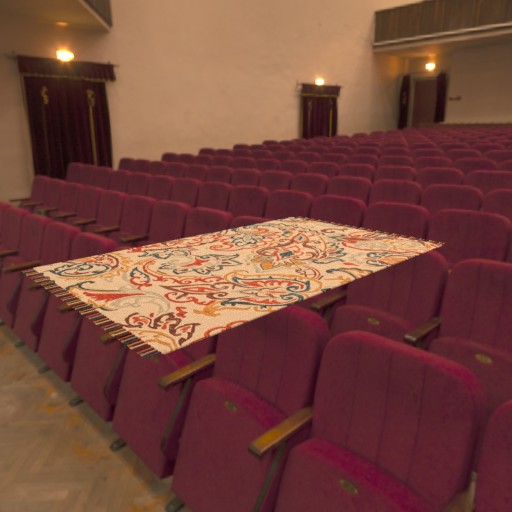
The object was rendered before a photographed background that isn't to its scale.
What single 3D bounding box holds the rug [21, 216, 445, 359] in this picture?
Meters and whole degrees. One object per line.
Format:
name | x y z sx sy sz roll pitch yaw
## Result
rug | 0.000 0.000 3.074 2.584 0.010 1.523 -15 22 -41
